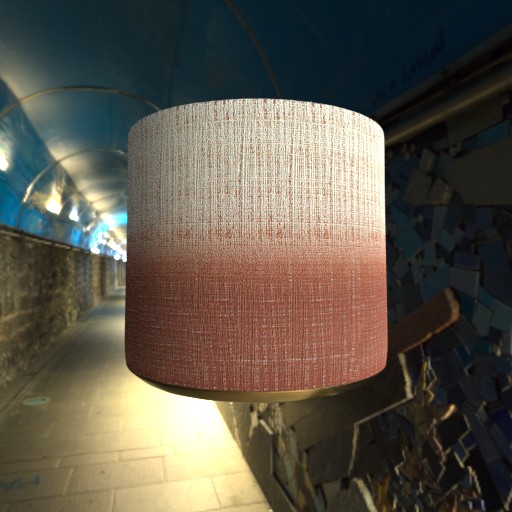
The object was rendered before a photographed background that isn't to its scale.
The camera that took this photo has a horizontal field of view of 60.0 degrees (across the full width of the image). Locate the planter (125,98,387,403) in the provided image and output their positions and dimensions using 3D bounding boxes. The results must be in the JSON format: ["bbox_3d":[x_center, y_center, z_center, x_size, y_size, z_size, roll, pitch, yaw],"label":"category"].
[{"bbox_3d":[0.000,0.000,0.389,0.221,0.201,0.221,0,-1,0],"label":"planter"}]
